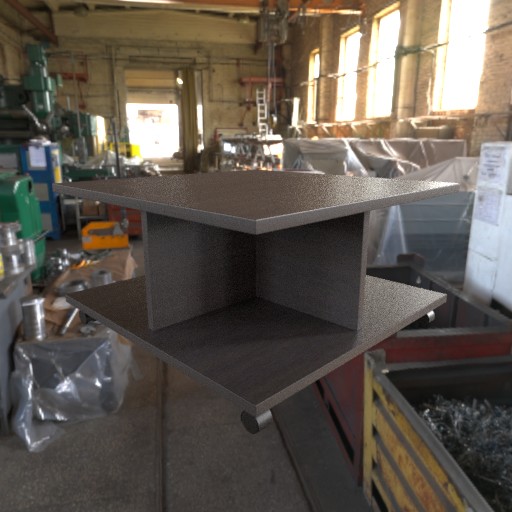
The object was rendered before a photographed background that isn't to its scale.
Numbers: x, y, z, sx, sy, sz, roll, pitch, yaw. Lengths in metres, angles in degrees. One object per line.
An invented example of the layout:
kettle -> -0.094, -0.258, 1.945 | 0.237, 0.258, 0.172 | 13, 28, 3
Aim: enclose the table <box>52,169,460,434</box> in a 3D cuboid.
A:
table -> 0.000, 0.000, 1.220 | 0.762, 0.396, 0.762 | -14, 21, -43
